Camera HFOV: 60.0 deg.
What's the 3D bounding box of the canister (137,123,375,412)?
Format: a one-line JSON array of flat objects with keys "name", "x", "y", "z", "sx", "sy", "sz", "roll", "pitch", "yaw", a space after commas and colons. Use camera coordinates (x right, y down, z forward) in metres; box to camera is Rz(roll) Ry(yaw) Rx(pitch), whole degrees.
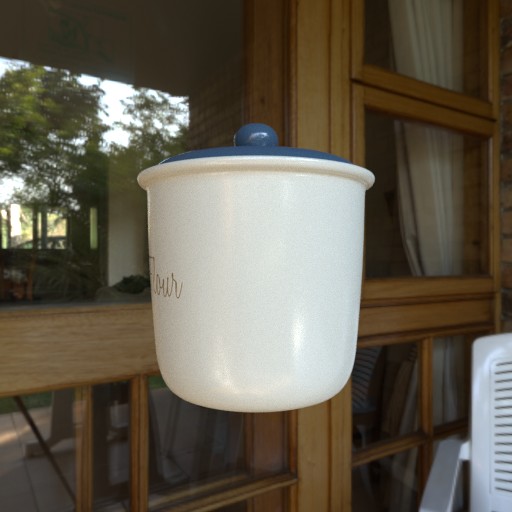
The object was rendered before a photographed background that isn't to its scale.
[{"name": "canister", "x": 0.000, "y": 0.000, "z": 0.351, "sx": 0.182, "sy": 0.208, "sz": 0.182, "roll": 0, "pitch": 0, "yaw": 0}]
